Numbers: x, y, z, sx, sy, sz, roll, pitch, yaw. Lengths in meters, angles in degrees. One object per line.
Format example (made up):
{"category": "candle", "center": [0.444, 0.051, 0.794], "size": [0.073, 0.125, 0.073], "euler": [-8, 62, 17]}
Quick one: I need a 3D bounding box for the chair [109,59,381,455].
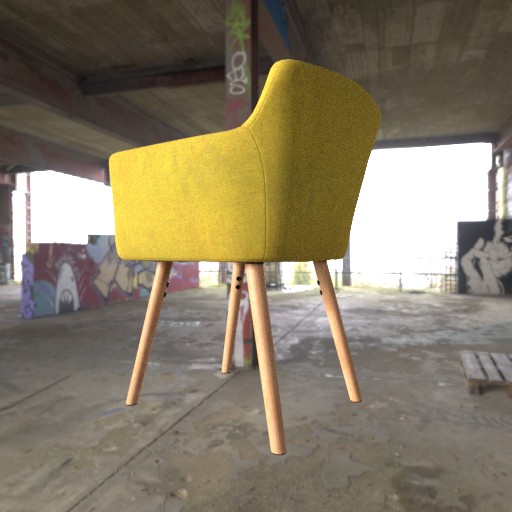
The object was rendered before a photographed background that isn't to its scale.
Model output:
{"category": "chair", "center": [0.000, 0.000, 1.151], "size": [0.570, 0.780, 0.570], "euler": [1, 1, 37]}
